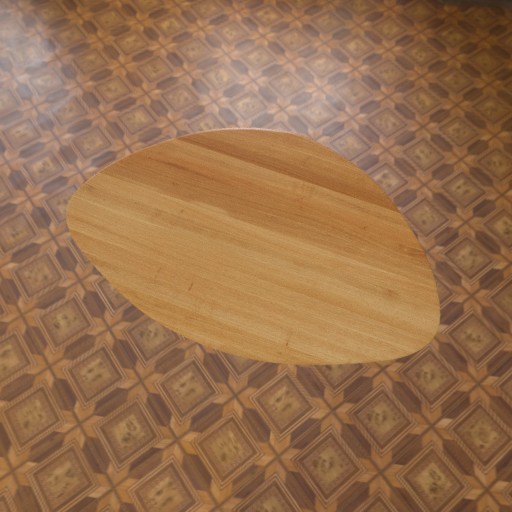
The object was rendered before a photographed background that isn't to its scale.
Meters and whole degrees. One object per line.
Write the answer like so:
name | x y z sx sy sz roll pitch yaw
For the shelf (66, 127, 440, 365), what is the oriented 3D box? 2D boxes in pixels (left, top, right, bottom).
shelf | 0.000 0.000 1.646 1.246 0.440 0.845 19 65 9
